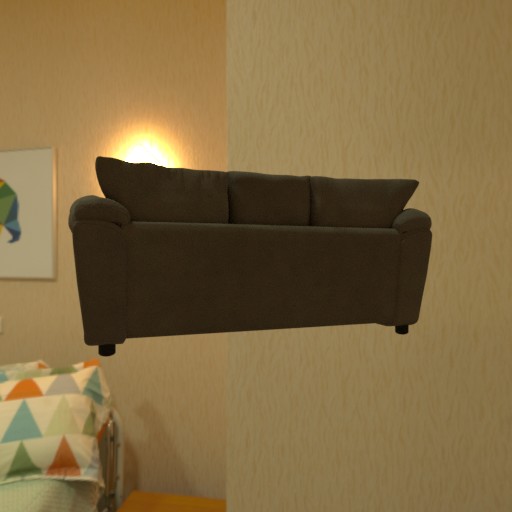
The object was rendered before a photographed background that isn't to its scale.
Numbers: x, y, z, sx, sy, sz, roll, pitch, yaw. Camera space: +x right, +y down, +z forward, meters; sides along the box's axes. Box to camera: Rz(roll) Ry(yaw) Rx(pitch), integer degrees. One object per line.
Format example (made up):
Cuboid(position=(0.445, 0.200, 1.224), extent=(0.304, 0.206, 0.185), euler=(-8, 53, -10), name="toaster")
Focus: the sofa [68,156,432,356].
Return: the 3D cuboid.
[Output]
Cuboid(position=(0.000, 0.000, 2.987), extent=(2.336, 1.073, 0.878), euler=(0, 0, -20), name="sofa")
